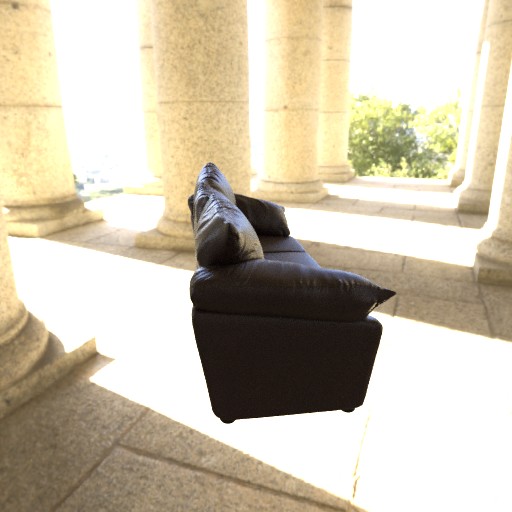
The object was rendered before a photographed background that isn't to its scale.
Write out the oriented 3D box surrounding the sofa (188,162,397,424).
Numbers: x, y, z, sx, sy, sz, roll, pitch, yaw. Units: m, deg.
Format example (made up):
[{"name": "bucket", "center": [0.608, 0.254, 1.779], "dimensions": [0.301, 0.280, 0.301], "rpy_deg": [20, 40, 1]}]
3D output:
[{"name": "sofa", "center": [0.000, 0.000, 3.000], "dimensions": [0.907, 1.091, 2.390], "rpy_deg": [-2, 17, -8]}]
